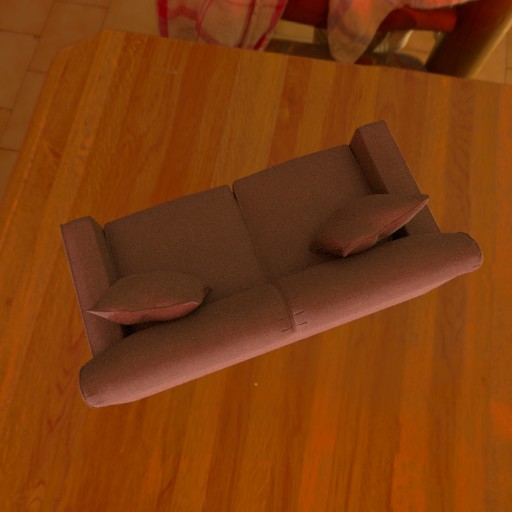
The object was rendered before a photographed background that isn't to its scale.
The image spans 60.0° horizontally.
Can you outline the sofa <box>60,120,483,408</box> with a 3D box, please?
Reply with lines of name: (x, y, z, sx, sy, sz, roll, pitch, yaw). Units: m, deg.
sofa: (0.000, 0.000, 2.400, 1.846, 0.958, 1.000, -19, 75, -5)
